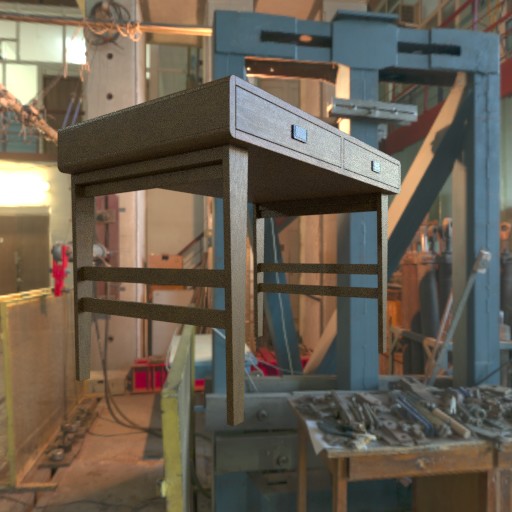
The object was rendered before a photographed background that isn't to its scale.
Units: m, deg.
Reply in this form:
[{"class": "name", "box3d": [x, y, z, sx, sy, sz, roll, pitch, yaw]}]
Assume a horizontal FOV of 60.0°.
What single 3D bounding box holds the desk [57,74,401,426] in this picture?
[{"class": "desk", "box3d": [0.000, 0.000, 1.532, 0.660, 0.754, 1.066, 0, 0, 36]}]
